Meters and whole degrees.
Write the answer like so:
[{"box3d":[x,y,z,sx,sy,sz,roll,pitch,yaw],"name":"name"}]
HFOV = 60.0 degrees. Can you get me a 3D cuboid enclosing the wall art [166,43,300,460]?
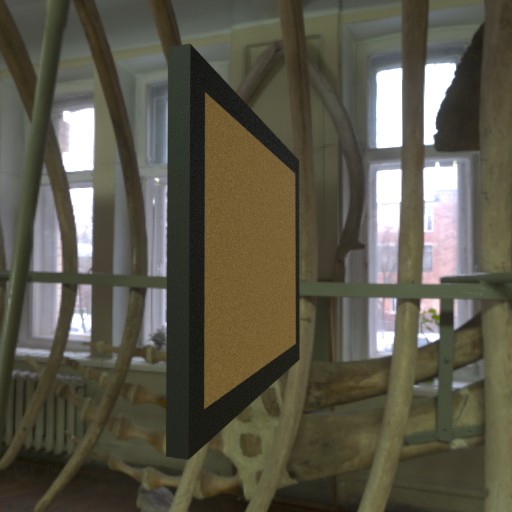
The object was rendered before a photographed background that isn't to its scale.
[{"box3d":[0.000,0.000,0.758,0.028,0.460,0.561,-1,-2,18],"name":"wall art"}]
